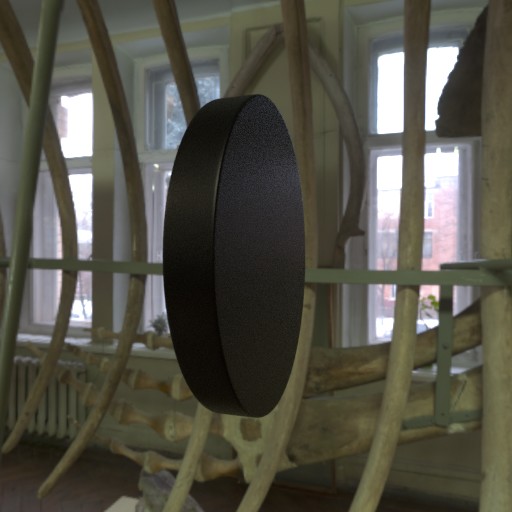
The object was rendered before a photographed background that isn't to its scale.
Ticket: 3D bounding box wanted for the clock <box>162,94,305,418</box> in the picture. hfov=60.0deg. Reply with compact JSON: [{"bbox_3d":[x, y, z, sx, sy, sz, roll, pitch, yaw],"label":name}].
[{"bbox_3d":[0.000,0.000,0.460,0.040,0.314,0.314,0,0,18],"label":"clock"}]
